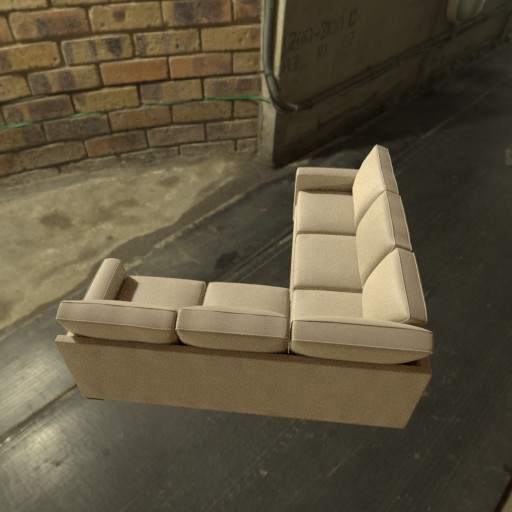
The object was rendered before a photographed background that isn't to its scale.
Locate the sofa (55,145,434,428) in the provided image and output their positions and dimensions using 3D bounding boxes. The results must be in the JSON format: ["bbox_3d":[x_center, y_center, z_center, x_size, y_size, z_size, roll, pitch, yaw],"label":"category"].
[{"bbox_3d":[0.000,0.000,3.462,2.189,0.939,2.182,4,44,4],"label":"sofa"}]
